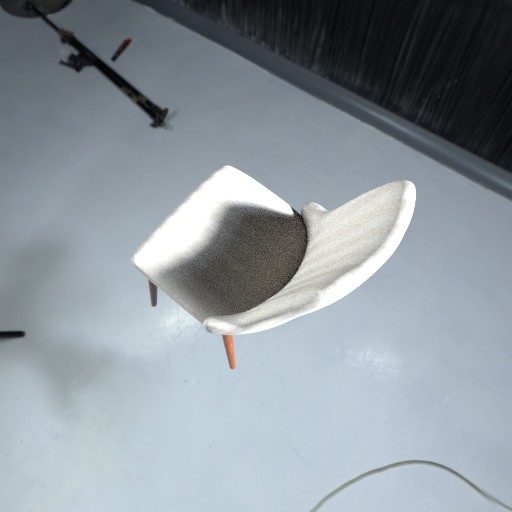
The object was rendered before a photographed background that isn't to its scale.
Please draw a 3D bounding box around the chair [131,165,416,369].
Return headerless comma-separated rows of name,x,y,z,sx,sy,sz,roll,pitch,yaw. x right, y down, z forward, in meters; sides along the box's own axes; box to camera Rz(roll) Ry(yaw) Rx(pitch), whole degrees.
chair,0.000,0.000,1.353,0.684,0.917,0.526,35,68,16
